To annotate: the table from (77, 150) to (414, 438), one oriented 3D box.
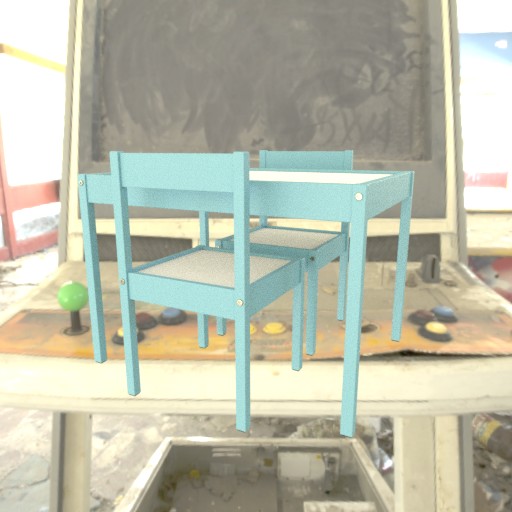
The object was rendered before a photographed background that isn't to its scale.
[{"bbox_3d":[0.000,0.000,1.088,0.639,0.503,0.633,7,15,27],"label":"table"}]
